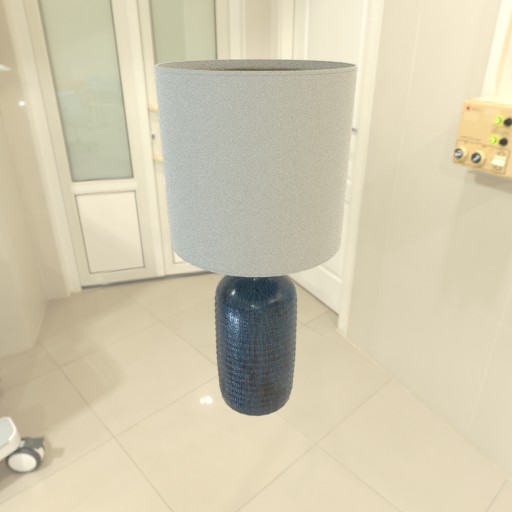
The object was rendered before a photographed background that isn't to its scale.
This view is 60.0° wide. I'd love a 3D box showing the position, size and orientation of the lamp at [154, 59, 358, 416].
[{"bbox_3d":[0.000,0.000,0.596,0.220,0.475,0.220,-18,32,-31],"label":"lamp"}]
